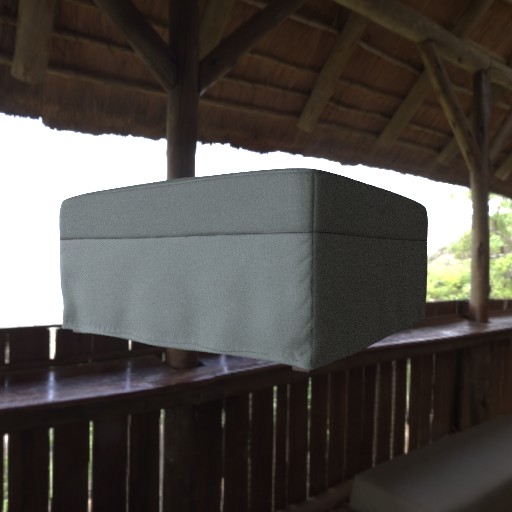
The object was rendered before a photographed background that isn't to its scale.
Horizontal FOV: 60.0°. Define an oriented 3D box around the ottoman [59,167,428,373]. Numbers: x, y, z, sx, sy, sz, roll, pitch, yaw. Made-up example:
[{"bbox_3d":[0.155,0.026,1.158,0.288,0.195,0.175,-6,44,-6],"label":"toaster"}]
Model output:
[{"bbox_3d":[0.000,0.000,1.367,0.843,0.441,0.842,0,0,35],"label":"ottoman"}]
